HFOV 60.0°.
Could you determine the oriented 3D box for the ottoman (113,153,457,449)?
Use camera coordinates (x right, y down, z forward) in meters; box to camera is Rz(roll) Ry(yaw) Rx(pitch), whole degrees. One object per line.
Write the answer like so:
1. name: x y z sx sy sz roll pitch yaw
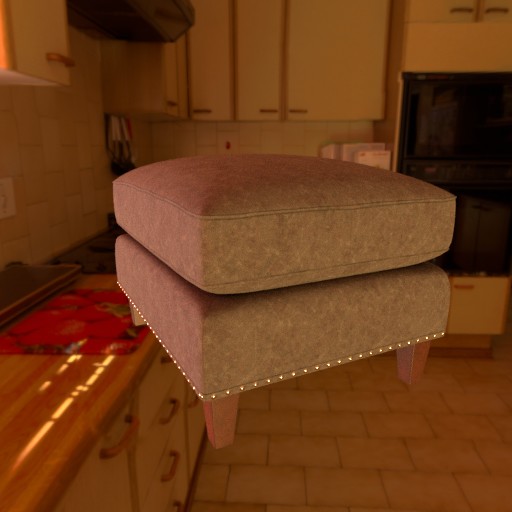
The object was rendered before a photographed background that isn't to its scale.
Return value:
1. ottoman: 0.000 0.000 1.140 0.584 0.513 0.741 -7 16 -27
